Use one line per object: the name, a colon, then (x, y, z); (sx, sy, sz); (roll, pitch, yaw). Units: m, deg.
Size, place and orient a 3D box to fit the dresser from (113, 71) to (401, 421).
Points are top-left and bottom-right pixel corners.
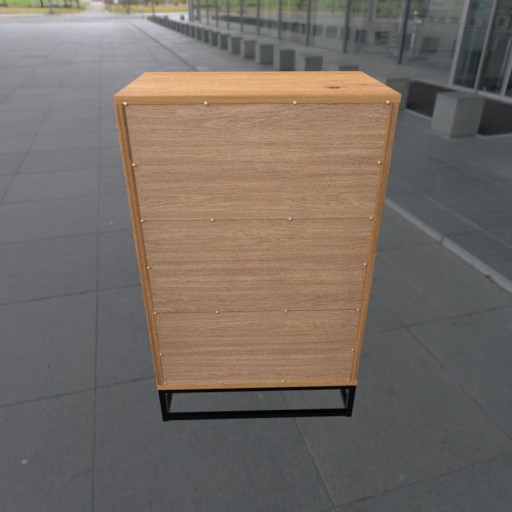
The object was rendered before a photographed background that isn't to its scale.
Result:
dresser: (0.000, 0.000, 1.671); (0.761, 1.240, 0.479); (-1, 30, -2)
